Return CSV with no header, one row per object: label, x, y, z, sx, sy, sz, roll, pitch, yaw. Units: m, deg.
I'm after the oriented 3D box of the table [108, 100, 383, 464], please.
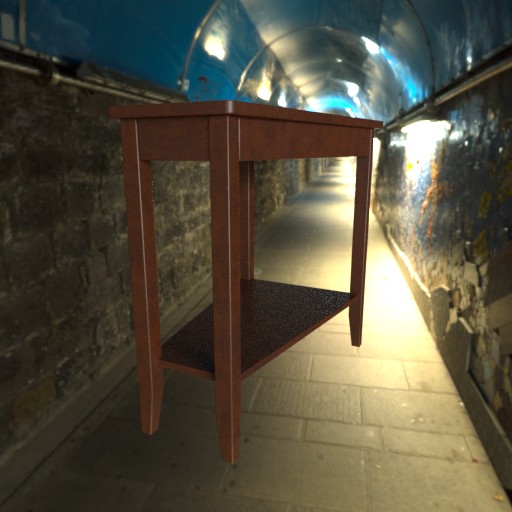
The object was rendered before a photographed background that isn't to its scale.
table,0.000,0.000,0.978,0.399,0.589,0.605,7,15,26
